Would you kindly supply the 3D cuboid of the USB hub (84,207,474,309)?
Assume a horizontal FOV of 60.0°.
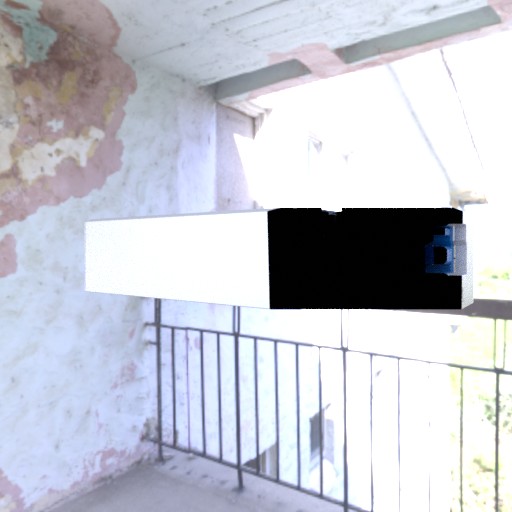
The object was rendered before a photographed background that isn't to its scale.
[{"bbox_3d":[0.000,0.000,0.129,0.110,0.023,0.044,1,1,36],"label":"USB hub"}]
